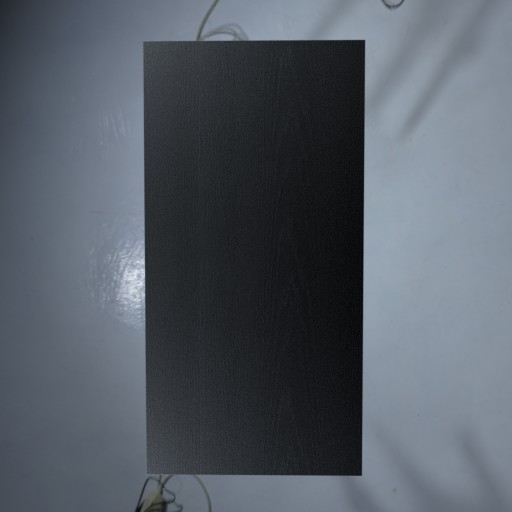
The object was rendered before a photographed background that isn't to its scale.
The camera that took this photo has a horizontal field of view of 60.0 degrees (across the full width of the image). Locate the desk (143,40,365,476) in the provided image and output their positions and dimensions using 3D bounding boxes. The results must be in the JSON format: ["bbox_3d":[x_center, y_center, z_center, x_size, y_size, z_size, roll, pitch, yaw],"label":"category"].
[{"bbox_3d":[0.000,0.000,1.390,0.499,0.762,0.991,0,92,1],"label":"desk"}]
